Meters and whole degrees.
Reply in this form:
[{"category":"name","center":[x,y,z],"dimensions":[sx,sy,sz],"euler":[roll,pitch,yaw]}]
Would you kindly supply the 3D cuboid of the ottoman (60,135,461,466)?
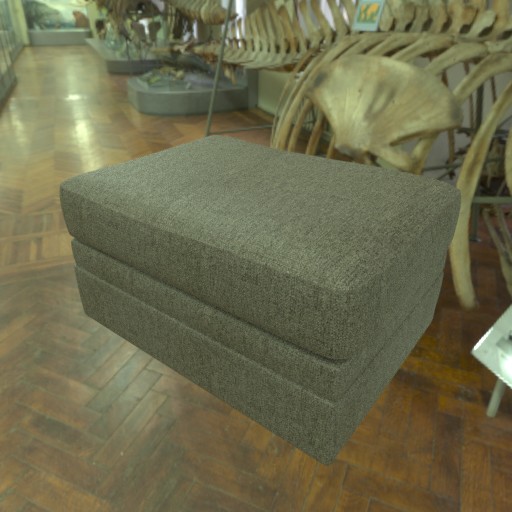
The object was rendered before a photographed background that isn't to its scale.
[{"category":"ottoman","center":[0.000,0.000,1.215],"dimensions":[0.885,0.478,0.637],"euler":[21,35,33]}]
